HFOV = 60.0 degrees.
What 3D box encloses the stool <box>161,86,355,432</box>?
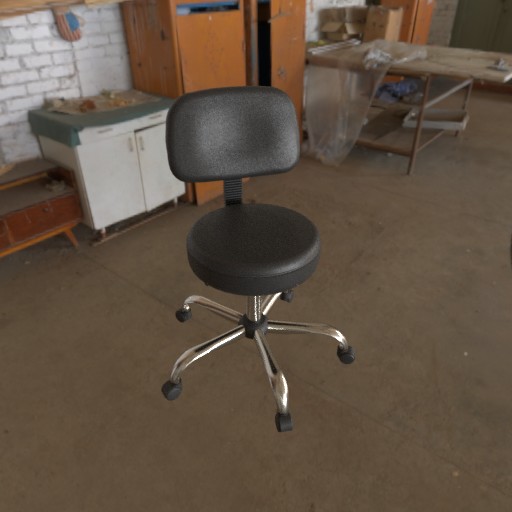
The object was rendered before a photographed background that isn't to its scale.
[{"bbox_3d":[0.000,0.000,1.336,0.673,0.862,0.648,-9,34,-13],"label":"stool"}]
